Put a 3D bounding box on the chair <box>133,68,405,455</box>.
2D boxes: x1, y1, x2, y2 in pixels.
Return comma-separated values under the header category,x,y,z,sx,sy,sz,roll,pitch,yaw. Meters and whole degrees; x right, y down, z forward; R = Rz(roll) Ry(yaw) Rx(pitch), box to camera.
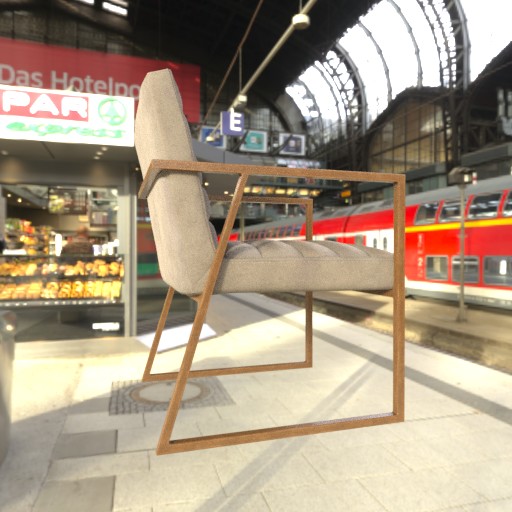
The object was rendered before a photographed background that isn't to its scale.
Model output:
category,x,y,z,sx,sy,sz,roll,pitch,yaw
chair,0.000,0.000,1.308,0.682,0.843,0.578,0,1,-17
